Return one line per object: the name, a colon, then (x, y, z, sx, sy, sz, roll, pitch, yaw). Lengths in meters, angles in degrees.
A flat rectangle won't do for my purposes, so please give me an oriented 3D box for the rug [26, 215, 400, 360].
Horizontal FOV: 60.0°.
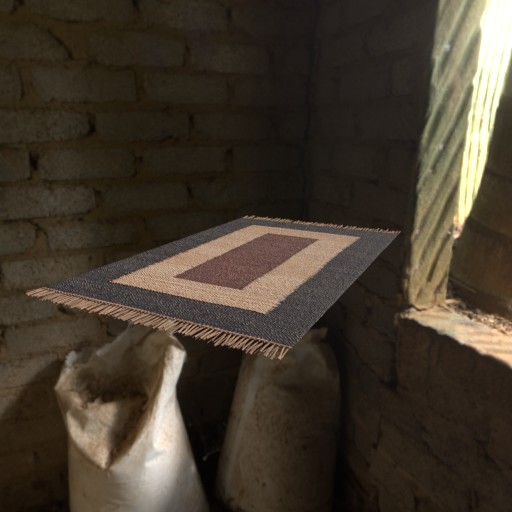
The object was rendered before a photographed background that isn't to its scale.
rug: (0.000, 0.000, 2.501, 1.224, 0.027, 2.021, 8, 18, 27)
